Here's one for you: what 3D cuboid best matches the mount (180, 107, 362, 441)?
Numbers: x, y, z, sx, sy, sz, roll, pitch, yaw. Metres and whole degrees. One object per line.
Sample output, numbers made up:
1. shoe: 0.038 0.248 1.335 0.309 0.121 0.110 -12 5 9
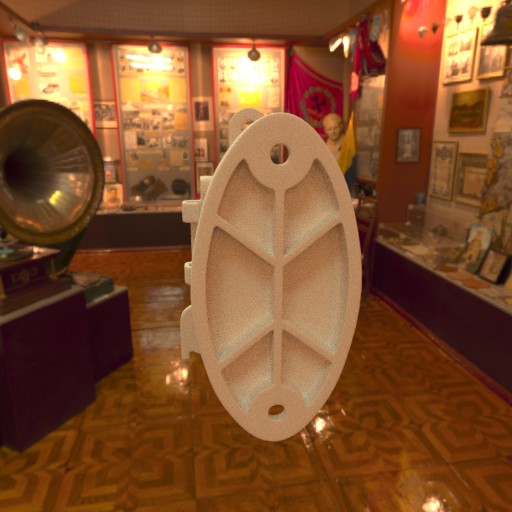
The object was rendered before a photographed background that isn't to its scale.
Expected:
1. mount: 0.000 0.000 0.182 0.066 0.118 0.100 -2 16 -8
